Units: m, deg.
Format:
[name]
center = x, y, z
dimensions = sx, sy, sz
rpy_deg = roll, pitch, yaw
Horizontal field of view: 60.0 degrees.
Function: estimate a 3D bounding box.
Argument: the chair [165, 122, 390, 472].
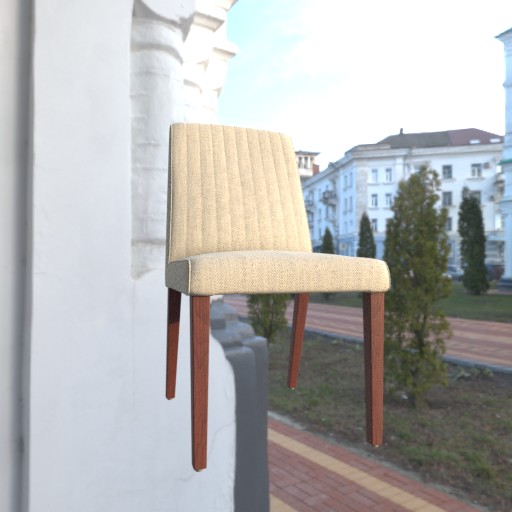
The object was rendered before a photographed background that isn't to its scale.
[chair]
center = 0.000, 0.000, 1.242
dimensions = 0.480, 0.900, 0.594
rpy_deg = 0, -2, -17
